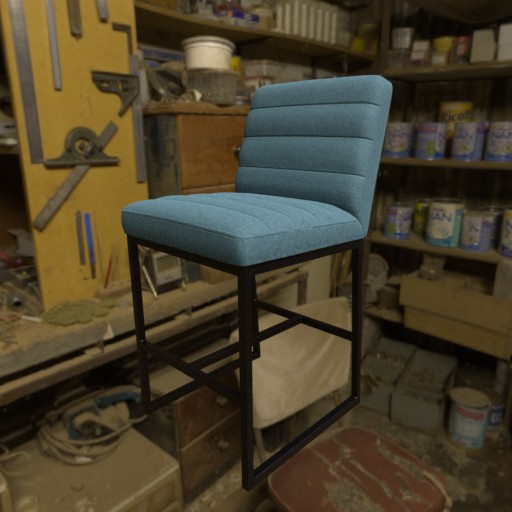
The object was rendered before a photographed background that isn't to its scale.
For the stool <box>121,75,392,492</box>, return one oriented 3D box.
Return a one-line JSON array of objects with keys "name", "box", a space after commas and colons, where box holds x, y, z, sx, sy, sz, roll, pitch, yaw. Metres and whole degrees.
[{"name": "stool", "box": [0.000, 0.000, 1.215, 0.460, 0.940, 0.560, 14, 21, 42]}]
